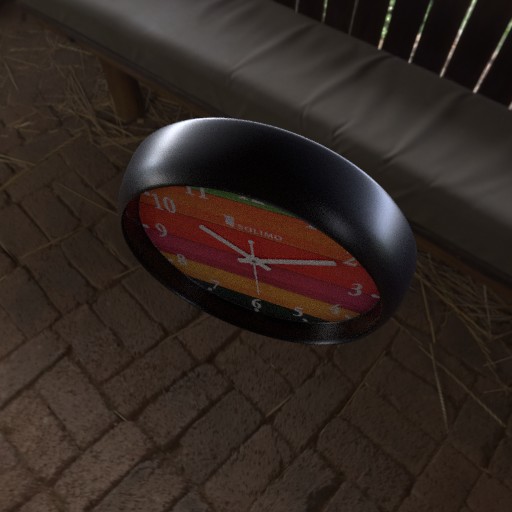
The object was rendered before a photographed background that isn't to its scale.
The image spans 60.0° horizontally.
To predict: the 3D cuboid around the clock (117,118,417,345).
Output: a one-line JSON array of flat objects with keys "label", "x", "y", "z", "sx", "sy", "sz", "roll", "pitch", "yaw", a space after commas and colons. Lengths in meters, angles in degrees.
[{"label": "clock", "x": 0.000, "y": 0.000, "z": 0.445, "sx": 0.300, "sy": 0.300, "sz": 0.060, "roll": 17, "pitch": 61, "yaw": 10}]
